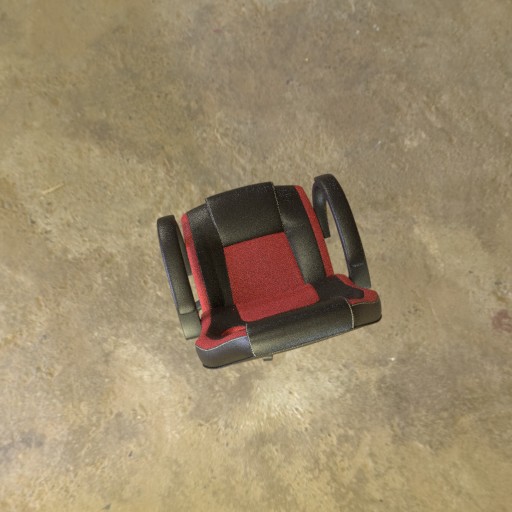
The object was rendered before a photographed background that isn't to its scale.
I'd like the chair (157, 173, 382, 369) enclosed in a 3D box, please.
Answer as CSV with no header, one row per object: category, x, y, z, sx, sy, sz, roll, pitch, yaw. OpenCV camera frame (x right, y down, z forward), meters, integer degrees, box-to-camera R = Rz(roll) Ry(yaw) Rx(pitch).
chair,0.000,0.000,1.717,0.750,1.189,0.783,-15,76,-4
